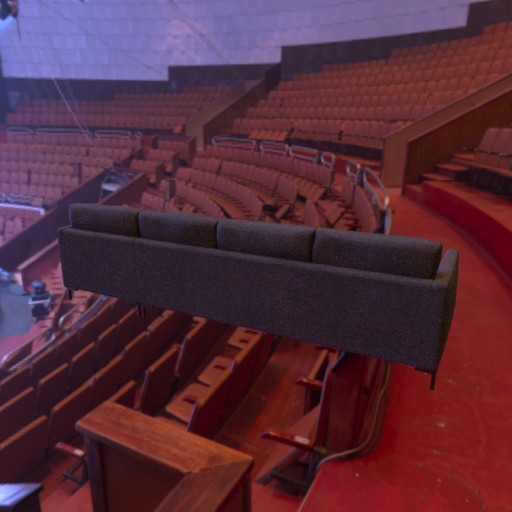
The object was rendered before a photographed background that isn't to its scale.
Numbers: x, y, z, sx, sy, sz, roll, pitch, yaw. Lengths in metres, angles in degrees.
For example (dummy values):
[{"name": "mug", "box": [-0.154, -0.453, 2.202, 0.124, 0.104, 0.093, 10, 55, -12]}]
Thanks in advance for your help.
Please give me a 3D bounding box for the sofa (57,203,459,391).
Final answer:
[{"name": "sofa", "box": [0.000, 0.000, 3.484, 2.932, 0.810, 1.350, 8, 18, 27]}]
